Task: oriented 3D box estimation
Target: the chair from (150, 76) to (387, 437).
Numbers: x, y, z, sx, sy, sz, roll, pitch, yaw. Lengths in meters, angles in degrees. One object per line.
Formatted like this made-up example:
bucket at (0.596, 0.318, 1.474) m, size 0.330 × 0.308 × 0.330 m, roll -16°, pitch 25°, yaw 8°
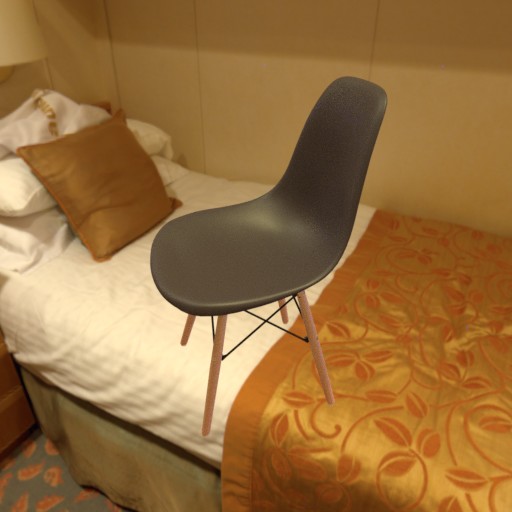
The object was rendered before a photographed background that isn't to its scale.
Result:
chair at (0.000, 0.000, 1.144) m, size 0.533 × 0.825 × 0.470 m, roll -9°, pitch 33°, yaw -14°
